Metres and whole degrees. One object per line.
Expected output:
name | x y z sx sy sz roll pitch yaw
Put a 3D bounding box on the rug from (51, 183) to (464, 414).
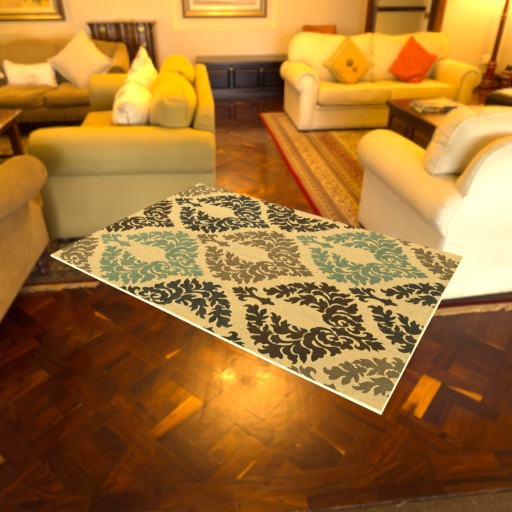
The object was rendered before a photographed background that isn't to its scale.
rug | 0.000 0.000 2.918 2.275 0.014 1.514 19 36 29
